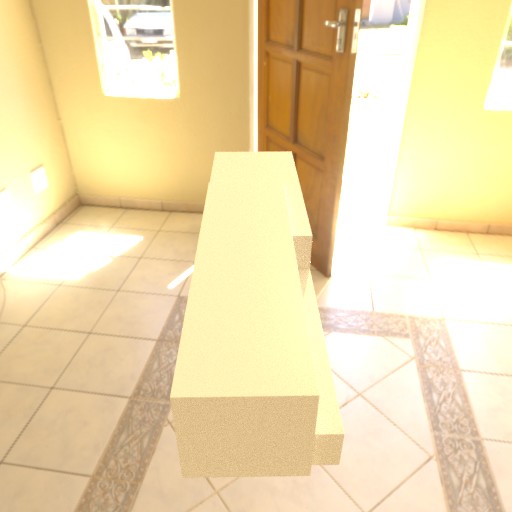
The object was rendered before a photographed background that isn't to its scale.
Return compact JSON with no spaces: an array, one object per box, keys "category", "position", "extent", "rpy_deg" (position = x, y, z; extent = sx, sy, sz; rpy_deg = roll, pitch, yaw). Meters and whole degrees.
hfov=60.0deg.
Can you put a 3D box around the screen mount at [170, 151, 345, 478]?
[{"category":"screen mount","position":[0.000,0.000,1.801],"extent":[0.420,0.320,1.680],"rpy_deg":[-1,33,-1]}]
